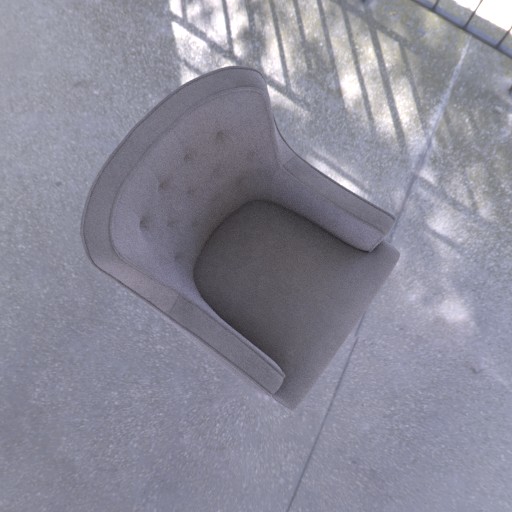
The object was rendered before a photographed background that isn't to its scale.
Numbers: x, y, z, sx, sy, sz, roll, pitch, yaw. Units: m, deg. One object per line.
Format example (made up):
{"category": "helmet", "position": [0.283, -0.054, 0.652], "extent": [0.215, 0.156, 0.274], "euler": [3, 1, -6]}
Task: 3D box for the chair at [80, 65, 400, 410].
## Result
{"category": "chair", "position": [0.000, 0.000, 1.658], "extent": [0.910, 0.919, 0.781], "euler": [36, 78, 9]}
